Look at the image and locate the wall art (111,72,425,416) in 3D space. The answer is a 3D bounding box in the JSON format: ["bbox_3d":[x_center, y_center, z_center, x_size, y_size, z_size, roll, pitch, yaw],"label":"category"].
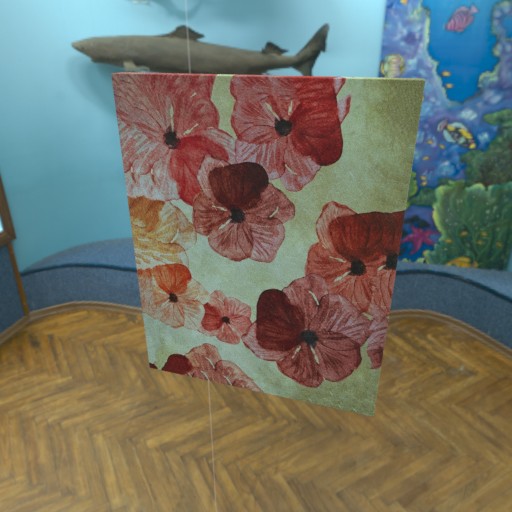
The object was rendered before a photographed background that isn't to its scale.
[{"bbox_3d":[0.000,0.000,0.673,0.406,0.508,0.028,8,27,15],"label":"wall art"}]
